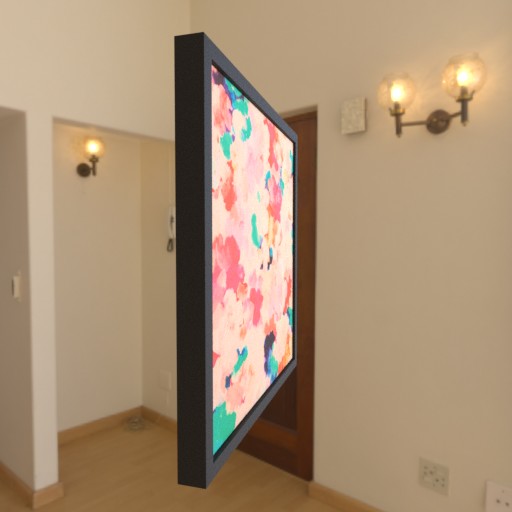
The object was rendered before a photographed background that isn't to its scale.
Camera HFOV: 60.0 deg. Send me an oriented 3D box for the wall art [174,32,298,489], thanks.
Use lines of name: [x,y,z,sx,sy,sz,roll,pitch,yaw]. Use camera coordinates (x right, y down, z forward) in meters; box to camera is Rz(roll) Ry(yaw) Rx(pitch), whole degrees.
wall art: [0.000,0.000,0.734,0.036,0.503,0.506,1,3,17]
